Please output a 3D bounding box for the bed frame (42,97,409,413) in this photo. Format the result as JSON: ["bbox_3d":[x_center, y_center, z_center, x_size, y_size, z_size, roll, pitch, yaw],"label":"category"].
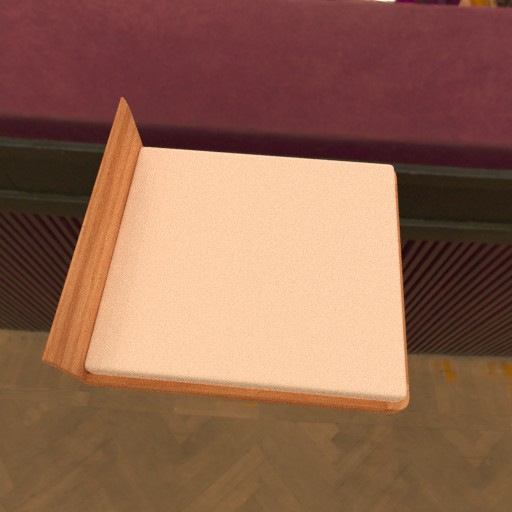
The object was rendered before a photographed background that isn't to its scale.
[{"bbox_3d":[0.000,0.000,3.114,2.092,0.940,1.872,5,64,2],"label":"bed frame"}]
